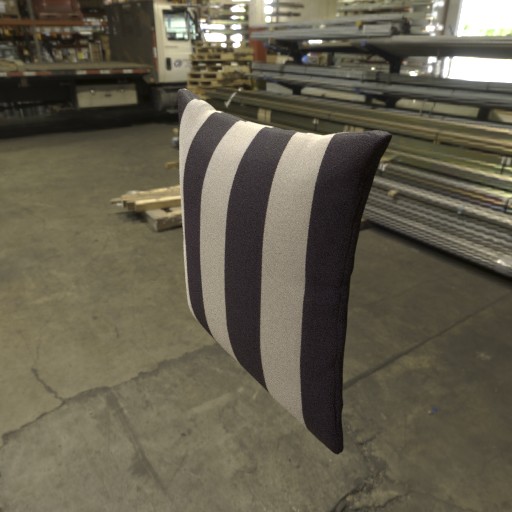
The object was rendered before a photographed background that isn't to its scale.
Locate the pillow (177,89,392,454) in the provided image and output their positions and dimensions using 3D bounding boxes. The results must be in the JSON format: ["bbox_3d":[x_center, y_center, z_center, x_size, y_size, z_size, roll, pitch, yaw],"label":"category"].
[{"bbox_3d":[0.000,0.000,0.798,0.189,0.526,0.536,-17,31,-31],"label":"pillow"}]
